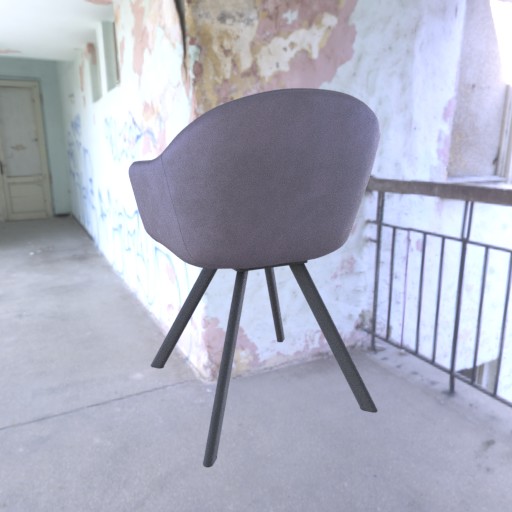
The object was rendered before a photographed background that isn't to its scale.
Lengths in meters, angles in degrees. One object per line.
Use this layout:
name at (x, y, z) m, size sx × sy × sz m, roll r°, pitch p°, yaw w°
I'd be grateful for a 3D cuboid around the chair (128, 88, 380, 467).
chair at (0.000, 0.000, 1.172) m, size 0.567 × 0.781 × 0.544 m, roll -7°, pitch 16°, yaw -25°
